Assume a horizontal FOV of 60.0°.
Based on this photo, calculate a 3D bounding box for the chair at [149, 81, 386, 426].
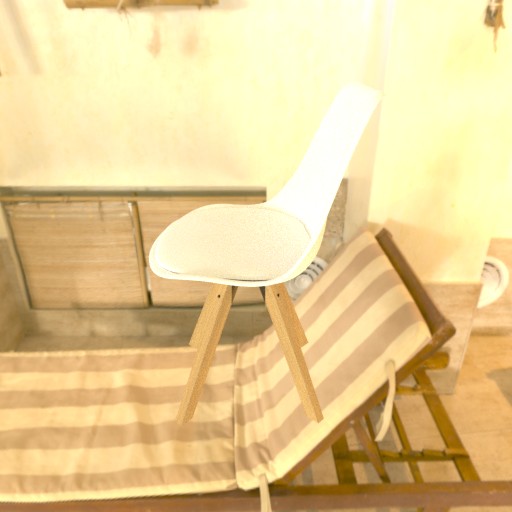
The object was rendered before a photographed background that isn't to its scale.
[{"bbox_3d":[0.000,0.000,1.181,0.550,0.849,0.485,-1,27,-1],"label":"chair"}]
